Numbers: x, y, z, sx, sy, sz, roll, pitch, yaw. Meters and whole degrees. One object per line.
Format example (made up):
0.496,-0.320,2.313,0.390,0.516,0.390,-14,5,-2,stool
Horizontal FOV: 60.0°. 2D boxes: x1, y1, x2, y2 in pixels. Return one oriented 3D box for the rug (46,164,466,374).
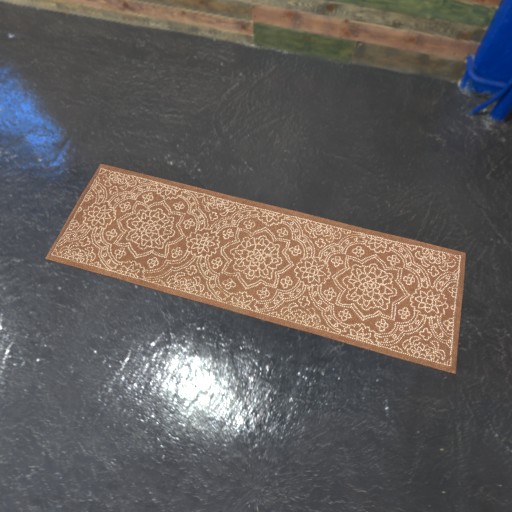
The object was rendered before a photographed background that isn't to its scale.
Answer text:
0.000,0.000,2.694,2.448,0.012,0.769,15,63,8,rug
